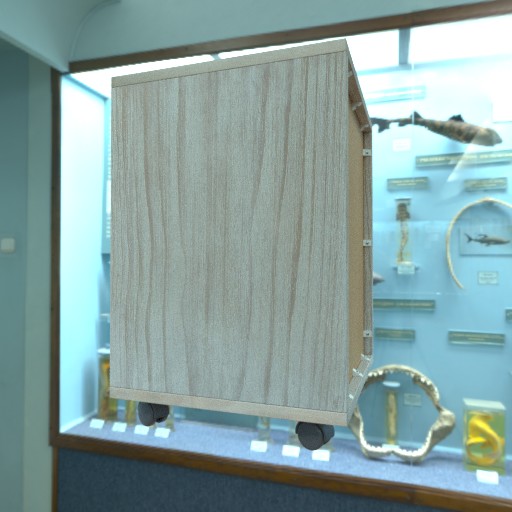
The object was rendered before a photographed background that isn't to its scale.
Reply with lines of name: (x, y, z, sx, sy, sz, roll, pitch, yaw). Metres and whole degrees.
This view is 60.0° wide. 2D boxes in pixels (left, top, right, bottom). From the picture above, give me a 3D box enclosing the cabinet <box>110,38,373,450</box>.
cabinet: (0.000, 0.000, 0.850, 0.401, 0.579, 0.409, 0, -1, 19)
